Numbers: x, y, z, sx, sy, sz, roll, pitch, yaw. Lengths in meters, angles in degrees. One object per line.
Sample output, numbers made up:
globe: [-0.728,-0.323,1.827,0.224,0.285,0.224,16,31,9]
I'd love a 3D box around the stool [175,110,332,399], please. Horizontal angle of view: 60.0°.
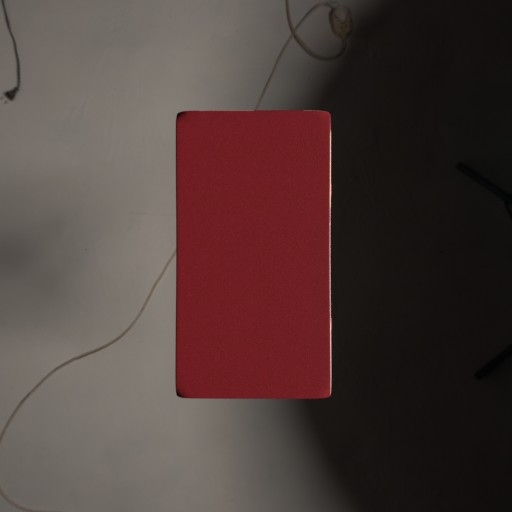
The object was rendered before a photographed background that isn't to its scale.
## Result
stool: [0.000,0.000,1.051,0.476,0.737,0.457,0,90,1]
